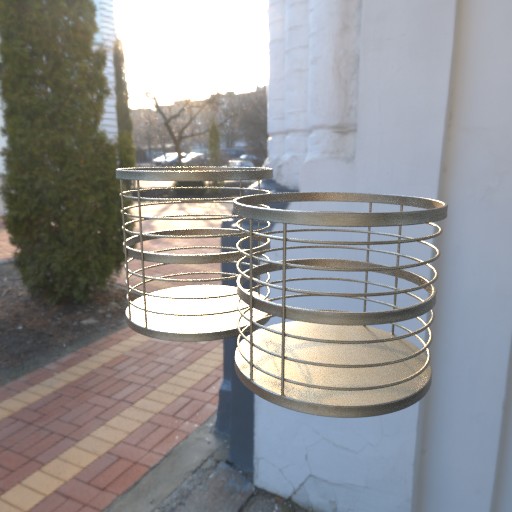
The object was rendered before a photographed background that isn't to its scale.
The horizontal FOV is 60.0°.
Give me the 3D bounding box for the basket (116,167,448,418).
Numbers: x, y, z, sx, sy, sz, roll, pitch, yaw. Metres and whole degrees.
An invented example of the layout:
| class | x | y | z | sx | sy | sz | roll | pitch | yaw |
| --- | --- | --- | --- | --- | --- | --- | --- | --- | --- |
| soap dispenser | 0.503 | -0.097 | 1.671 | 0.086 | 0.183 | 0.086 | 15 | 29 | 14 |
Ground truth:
| class | x | y | z | sx | sy | sz | roll | pitch | yaw |
| --- | --- | --- | --- | --- | --- | --- | --- | --- | --- |
| basket | 0.000 | 0.000 | 0.926 | 0.746 | 0.351 | 0.356 | 12 | 18 | 44 |
